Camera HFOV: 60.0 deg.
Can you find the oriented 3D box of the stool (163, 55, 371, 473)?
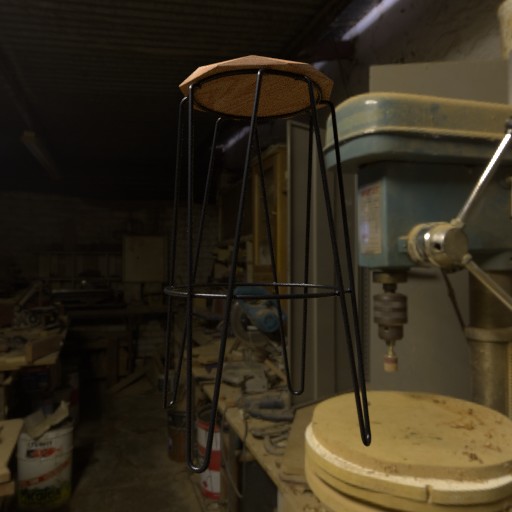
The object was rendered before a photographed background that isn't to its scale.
[{"bbox_3d":[0.000,0.000,0.798,0.326,0.610,0.326,0,0,-19],"label":"stool"}]
